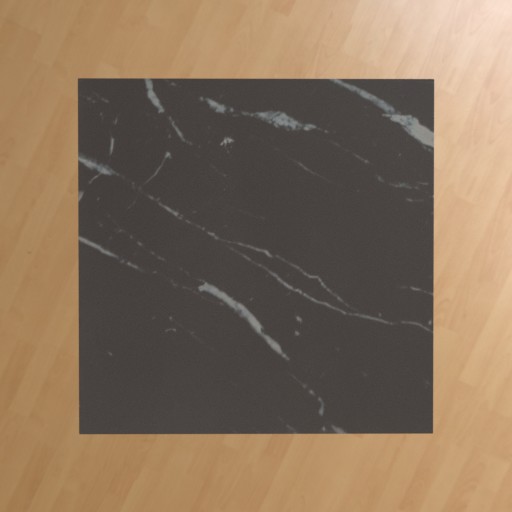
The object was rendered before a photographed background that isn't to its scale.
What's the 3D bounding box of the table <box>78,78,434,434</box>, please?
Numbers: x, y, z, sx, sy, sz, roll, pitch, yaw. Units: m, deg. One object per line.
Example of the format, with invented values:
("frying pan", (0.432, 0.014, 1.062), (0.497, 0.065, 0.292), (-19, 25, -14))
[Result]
("table", (0.000, 0.000, 1.222), (0.800, 0.450, 0.800), (0, 91, 0))
